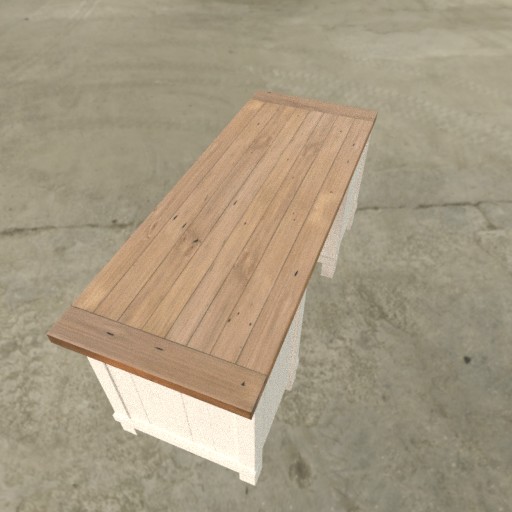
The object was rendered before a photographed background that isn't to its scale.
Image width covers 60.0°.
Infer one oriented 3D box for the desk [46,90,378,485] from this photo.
[{"bbox_3d":[0.000,0.000,2.147,0.688,0.760,1.803,16,48,15],"label":"desk"}]
